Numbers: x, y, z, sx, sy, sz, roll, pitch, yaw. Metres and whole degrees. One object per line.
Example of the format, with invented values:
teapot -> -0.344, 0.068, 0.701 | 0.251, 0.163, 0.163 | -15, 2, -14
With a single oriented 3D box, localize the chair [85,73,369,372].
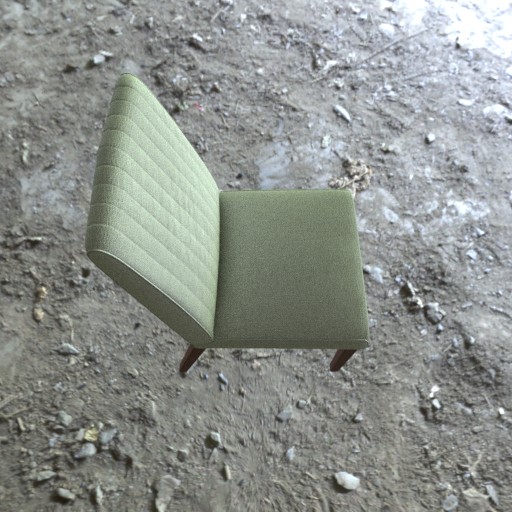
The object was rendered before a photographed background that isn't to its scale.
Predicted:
chair -> 0.000, 0.000, 1.215 | 0.594, 0.900, 0.480 | 0, 63, 0
